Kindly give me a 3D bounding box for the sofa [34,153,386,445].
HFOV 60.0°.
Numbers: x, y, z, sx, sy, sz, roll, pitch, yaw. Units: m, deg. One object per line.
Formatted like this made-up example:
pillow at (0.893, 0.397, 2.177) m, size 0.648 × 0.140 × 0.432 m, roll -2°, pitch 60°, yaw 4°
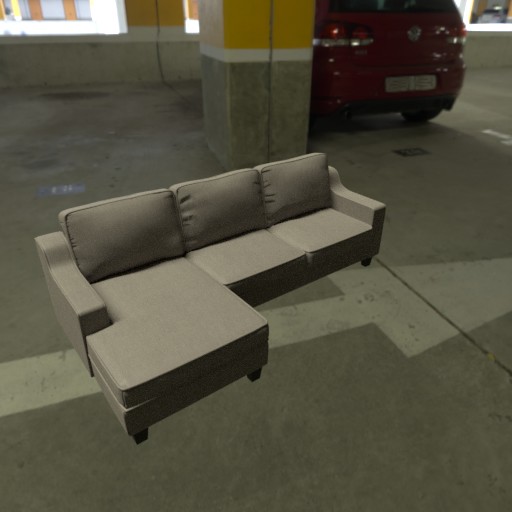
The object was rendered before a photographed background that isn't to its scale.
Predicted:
sofa at (0.000, 0.000, 3.162) m, size 2.561 × 0.928 × 1.294 m, roll -20°, pitch 34°, yaw -32°
